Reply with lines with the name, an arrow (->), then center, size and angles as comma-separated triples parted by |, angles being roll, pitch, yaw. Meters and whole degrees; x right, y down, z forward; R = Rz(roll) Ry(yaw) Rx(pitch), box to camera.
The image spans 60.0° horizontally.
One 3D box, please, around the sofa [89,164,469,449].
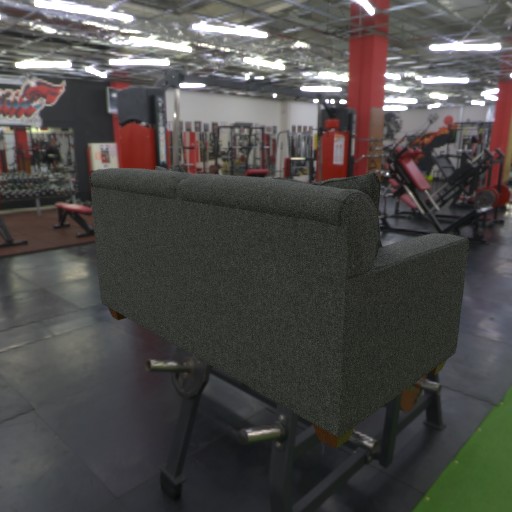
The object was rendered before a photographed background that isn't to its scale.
sofa -> 0.000, 0.000, 2.369 | 0.998, 0.958, 1.846 | -13, 19, -42
